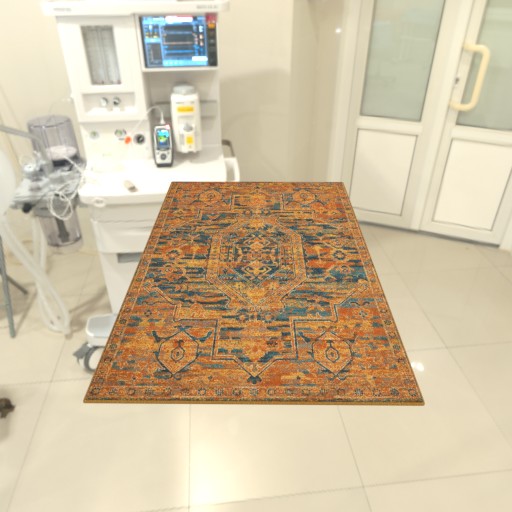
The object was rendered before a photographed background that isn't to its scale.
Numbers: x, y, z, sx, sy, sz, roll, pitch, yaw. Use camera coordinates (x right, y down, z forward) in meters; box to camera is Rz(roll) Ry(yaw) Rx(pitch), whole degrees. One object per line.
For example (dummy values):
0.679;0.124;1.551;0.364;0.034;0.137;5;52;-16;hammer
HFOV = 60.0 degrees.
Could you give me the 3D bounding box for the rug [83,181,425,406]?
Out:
0.000;0.000;1.078;0.557;0.008;0.863;0;34;0;rug
